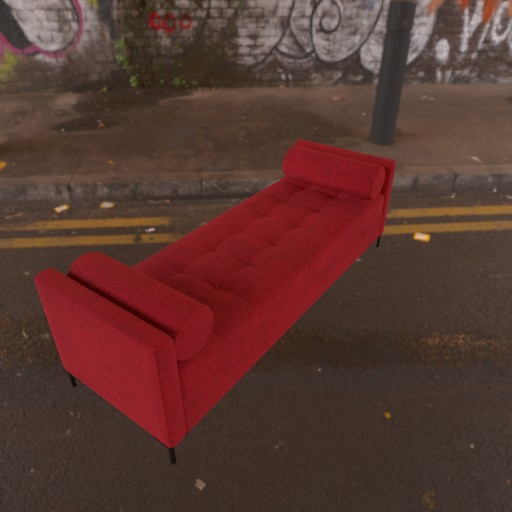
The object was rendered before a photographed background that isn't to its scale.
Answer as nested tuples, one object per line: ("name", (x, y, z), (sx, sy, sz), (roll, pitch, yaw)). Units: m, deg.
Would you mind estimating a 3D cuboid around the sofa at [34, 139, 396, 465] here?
("sofa", (0.000, 0.000, 2.359), (0.686, 0.635, 1.981), (22, 39, 30))
